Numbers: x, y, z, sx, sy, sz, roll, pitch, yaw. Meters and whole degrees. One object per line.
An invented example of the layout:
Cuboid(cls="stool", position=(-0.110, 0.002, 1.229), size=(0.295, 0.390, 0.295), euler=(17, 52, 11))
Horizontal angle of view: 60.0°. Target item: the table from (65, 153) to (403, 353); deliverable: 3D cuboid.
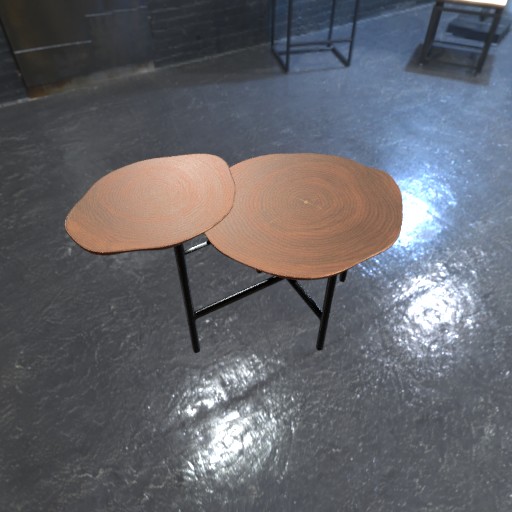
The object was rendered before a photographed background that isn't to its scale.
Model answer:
Cuboid(cls="table", position=(0.000, 0.000, 1.085), size=(0.759, 0.538, 0.442), euler=(-22, 50, -20))
